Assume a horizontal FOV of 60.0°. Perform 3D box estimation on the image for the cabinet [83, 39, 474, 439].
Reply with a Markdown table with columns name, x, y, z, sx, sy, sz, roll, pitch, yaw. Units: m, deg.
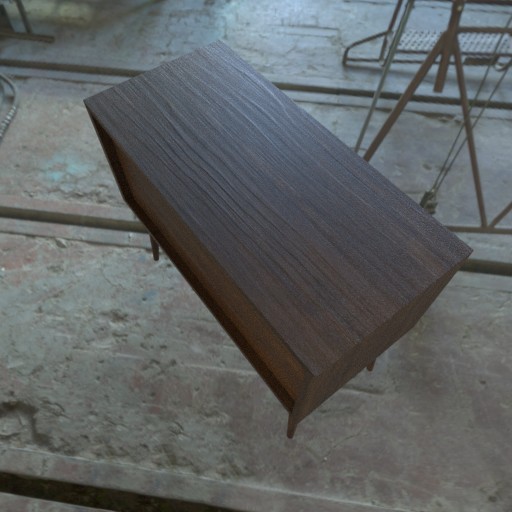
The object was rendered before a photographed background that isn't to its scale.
| name | x | y | z | sx | sy | sz | roll | pitch | yaw |
| --- | --- | --- | --- | --- | --- | --- | --- | --- | --- |
| cabinet | 0.000 | 0.000 | 1.119 | 0.354 | 0.654 | 0.743 | -33 | 64 | -18 |
